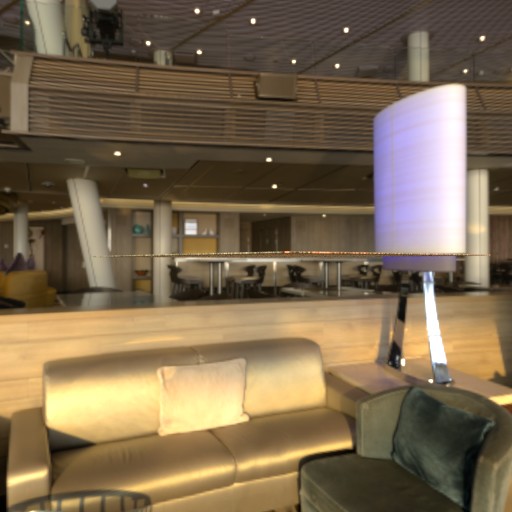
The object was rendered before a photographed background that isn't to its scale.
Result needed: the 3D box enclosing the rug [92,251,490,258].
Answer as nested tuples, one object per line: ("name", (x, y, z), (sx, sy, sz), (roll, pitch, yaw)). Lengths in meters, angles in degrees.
("rug", (0.000, 0.000, 3.018), (1.521, 0.006, 2.435), (0, -1, -36))
